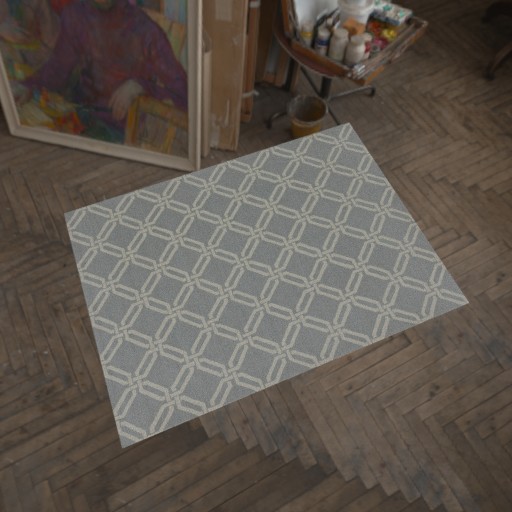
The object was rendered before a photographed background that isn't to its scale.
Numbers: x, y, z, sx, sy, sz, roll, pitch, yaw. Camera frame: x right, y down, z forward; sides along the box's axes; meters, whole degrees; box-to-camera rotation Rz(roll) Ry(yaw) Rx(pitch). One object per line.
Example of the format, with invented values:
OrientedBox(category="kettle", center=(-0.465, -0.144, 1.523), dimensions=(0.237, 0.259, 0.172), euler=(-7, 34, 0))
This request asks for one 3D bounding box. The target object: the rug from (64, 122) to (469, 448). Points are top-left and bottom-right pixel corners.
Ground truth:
OrientedBox(category="rug", center=(0.000, 0.000, 4.416), dimensions=(3.353, 0.013, 2.438), euler=(-20, 65, -10))
